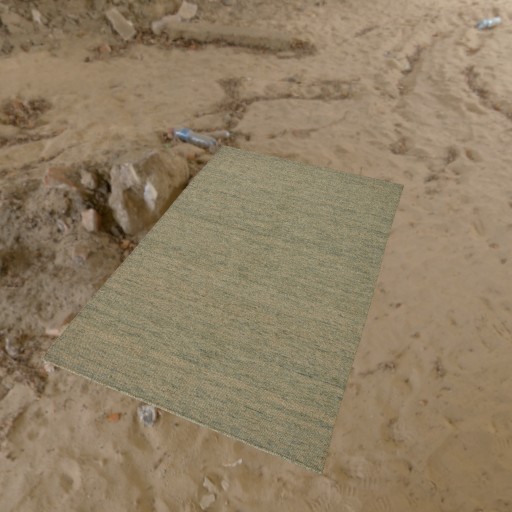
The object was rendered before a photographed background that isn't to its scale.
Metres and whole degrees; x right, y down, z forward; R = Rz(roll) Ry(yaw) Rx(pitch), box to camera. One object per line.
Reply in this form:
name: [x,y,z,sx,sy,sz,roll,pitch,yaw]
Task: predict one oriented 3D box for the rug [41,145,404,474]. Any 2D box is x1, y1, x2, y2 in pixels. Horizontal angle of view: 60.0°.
rug: [0.000,0.000,2.886,1.547,0.013,2.283,16,47,15]
